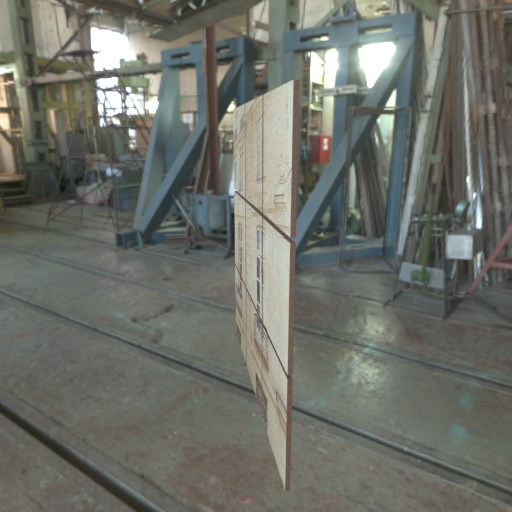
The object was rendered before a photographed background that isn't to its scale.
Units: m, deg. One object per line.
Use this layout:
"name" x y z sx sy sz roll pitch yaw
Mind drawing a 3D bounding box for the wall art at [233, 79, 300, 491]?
"wall art" 0.000 0.000 1.826 0.024 1.218 1.221 -3 15 -9
